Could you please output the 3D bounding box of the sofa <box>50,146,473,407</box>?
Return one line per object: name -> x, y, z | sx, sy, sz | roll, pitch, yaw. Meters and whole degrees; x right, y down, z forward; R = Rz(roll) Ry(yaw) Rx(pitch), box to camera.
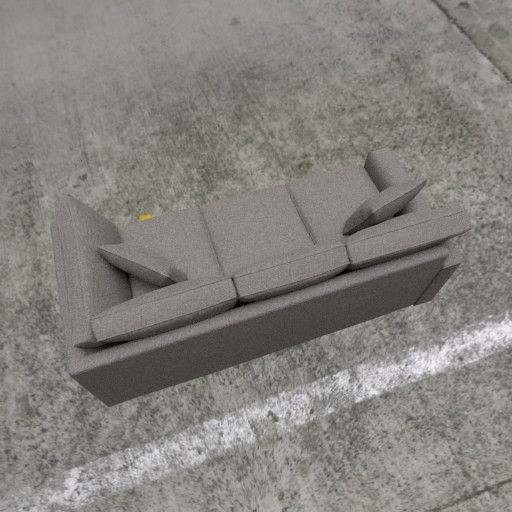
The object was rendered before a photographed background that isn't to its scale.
sofa -> 0.000, 0.000, 2.861 | 2.317, 0.962, 1.061 | -16, 60, -10
